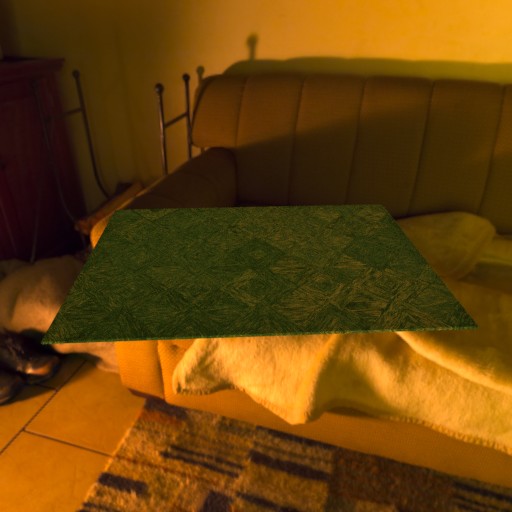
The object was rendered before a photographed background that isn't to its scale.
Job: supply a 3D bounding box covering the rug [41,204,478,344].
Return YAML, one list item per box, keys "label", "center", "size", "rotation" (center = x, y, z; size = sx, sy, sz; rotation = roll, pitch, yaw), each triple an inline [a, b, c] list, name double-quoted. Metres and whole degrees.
- label: "rug"
  center: [0.000, 0.000, 4.298]
  size: [3.217, 0.027, 2.405]
  rotation: [-2, 29, -3]
